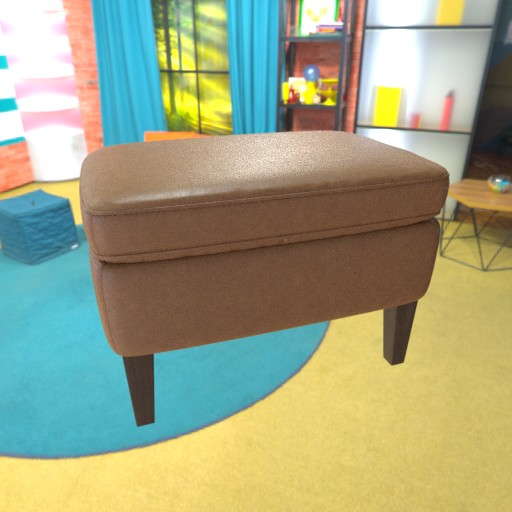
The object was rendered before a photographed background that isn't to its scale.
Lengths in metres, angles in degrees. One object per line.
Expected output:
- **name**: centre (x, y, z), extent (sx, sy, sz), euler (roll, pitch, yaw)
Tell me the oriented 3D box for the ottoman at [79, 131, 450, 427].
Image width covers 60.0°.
- **ottoman**: centre (0.000, 0.000, 0.975), extent (0.670, 0.480, 0.420), euler (-8, 27, -16)
